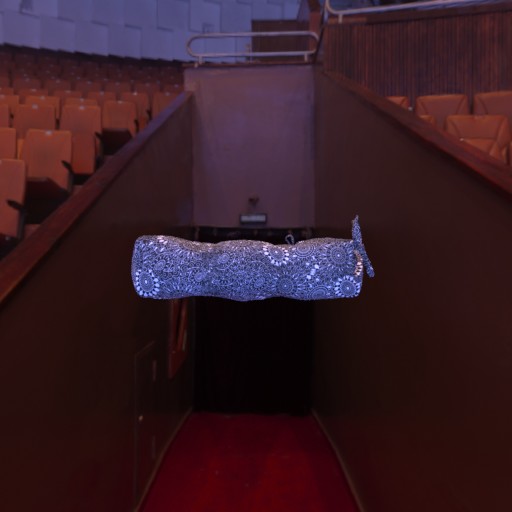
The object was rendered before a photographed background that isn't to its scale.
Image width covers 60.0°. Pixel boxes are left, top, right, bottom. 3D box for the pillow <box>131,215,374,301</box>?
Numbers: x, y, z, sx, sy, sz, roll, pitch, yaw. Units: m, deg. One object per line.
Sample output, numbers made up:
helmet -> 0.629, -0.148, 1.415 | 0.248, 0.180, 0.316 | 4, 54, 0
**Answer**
pillow -> 0.000, 0.000, 1.379 | 0.511, 0.174, 1.194 | 0, 1, -2
